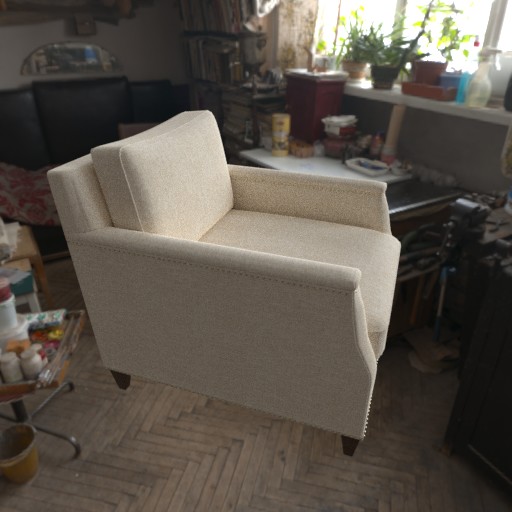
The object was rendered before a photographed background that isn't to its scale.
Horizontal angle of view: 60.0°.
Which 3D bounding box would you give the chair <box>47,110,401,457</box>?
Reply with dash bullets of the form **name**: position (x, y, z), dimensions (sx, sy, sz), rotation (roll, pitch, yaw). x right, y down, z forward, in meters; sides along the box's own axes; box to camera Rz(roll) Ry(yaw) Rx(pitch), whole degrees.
- **chair**: position (0.000, 0.000, 1.709), dimensions (1.041, 0.940, 0.838), rotation (10, 30, 17)
